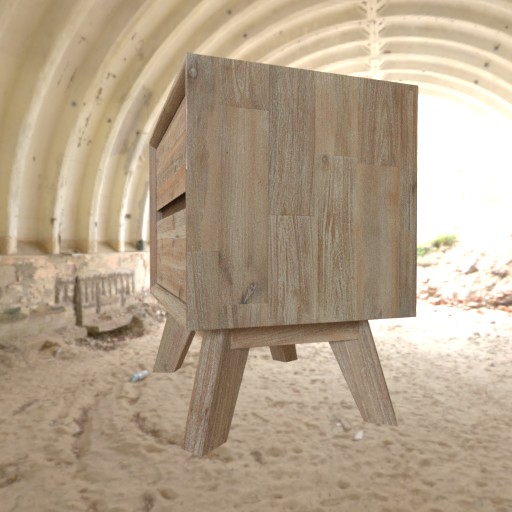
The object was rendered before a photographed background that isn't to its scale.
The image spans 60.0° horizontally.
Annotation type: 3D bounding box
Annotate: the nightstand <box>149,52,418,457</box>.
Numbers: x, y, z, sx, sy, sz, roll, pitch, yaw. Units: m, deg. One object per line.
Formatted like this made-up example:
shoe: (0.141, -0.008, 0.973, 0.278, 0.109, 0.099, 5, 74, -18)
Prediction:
nightstand: (0.000, 0.000, 0.956, 0.396, 0.589, 0.552, 0, 1, -19)
